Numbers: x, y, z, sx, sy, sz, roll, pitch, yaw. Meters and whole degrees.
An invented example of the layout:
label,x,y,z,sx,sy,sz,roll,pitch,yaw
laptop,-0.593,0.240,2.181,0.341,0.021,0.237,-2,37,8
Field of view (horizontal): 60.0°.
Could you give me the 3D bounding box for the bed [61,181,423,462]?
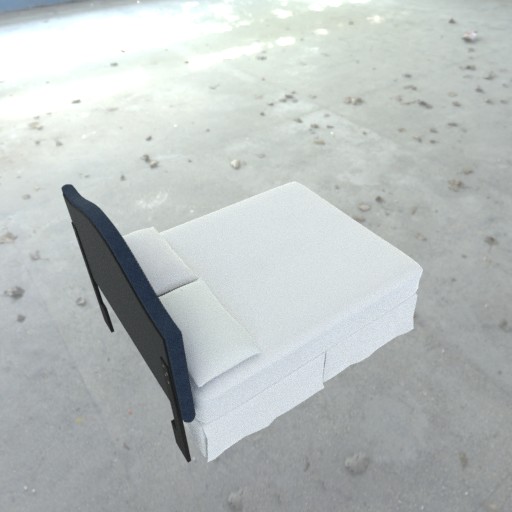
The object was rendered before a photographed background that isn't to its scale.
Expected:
label,x,y,z,sx,sy,sz,roll,pitch,yaw
bed,0.000,0.000,3.370,2.153,1.518,1.725,-25,47,-26
